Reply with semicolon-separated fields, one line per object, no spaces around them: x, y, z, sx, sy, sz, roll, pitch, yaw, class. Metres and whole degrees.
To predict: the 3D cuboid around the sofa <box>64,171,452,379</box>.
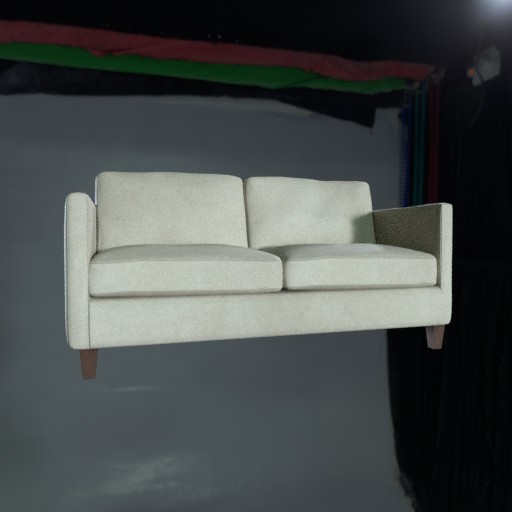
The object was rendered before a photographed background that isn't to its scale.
0.000;0.000;2.410;1.846;0.940;0.950;-1;2;-17;sofa
